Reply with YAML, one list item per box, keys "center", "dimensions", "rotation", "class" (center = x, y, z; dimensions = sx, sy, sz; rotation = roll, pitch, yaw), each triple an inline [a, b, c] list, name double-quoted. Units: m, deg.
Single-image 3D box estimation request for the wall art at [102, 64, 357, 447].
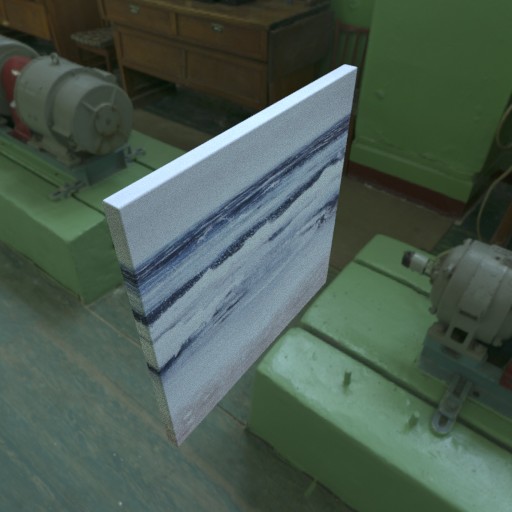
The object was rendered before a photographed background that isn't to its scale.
- center: [0.000, 0.000, 1.129]
  dimensions: [0.065, 0.747, 0.755]
  rotation: [26, 48, 27]
  class: "wall art"
